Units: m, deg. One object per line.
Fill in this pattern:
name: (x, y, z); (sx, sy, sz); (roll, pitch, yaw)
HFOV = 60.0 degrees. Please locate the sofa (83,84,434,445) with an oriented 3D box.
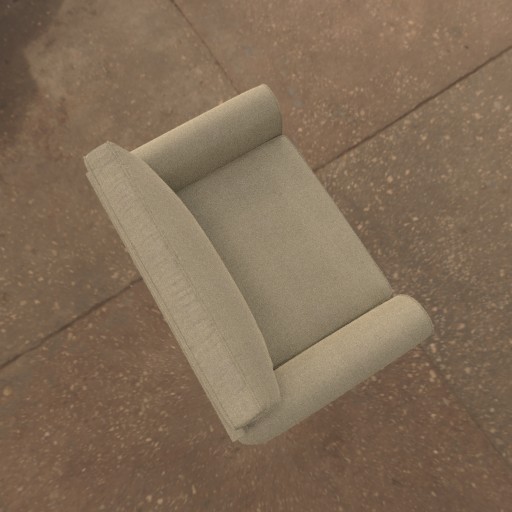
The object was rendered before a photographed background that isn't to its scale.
sofa: (0.000, 0.000, 2.053); (0.936, 0.991, 1.405); (-30, 77, -7)
